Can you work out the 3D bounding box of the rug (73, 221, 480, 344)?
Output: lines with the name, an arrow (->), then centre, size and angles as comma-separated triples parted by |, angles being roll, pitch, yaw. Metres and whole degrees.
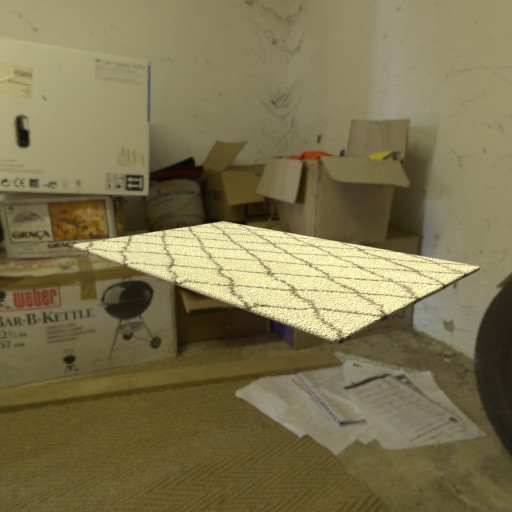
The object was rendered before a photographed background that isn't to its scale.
rug -> 0.000, 0.000, 3.071 | 2.438, 0.030, 1.524 | 13, 19, 43
